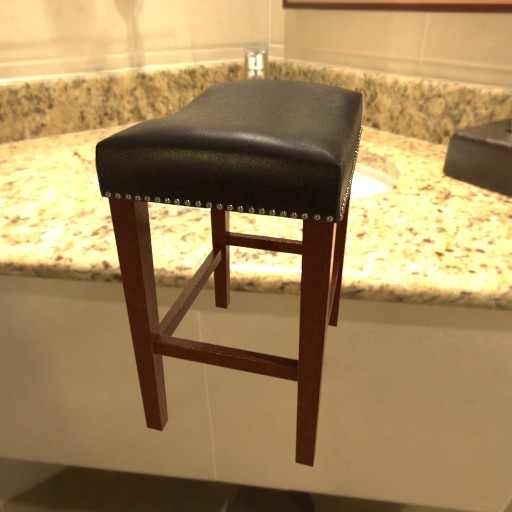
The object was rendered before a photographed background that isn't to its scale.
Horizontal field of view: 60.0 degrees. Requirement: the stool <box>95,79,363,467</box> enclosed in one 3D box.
[{"bbox_3d":[0.000,0.000,0.957,0.372,0.654,0.504,8,31,13],"label":"stool"}]
